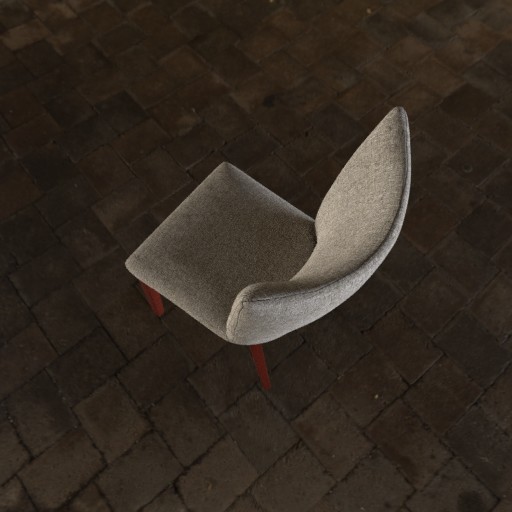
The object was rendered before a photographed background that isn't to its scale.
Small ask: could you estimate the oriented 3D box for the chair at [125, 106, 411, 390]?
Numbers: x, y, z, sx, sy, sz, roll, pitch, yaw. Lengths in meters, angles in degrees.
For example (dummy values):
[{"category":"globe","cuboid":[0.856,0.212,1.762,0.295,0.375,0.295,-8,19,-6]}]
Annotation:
[{"category":"chair","cuboid":[0.000,0.000,1.261,0.623,0.924,0.535,34,68,16]}]
